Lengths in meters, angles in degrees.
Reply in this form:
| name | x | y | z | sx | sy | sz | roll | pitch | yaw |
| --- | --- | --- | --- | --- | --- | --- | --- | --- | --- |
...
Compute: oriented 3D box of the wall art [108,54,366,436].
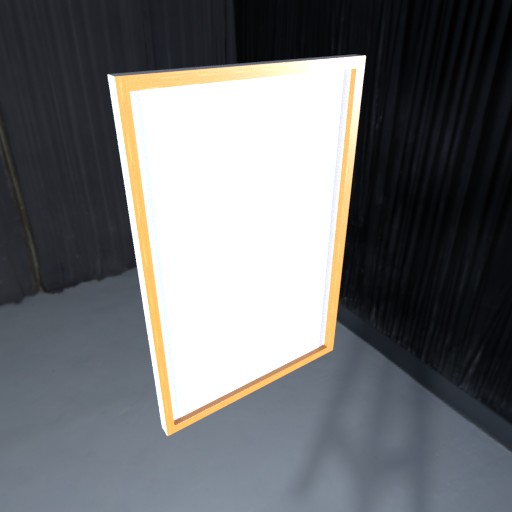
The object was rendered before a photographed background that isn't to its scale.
| name | x | y | z | sx | sy | sz | roll | pitch | yaw |
| --- | --- | --- | --- | --- | --- | --- | --- | --- | --- |
| wall art | 0.000 | 0.000 | 0.758 | 0.405 | 0.608 | 0.025 | -19 | 35 | -30 |
